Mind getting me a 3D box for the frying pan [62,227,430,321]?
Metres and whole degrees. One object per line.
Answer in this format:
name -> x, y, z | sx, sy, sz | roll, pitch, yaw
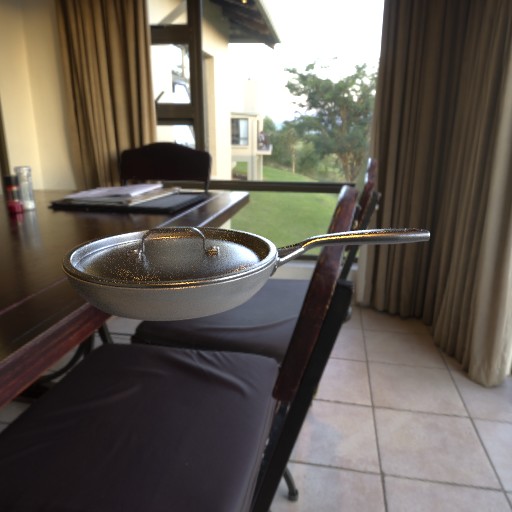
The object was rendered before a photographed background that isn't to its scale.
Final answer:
frying pan -> 0.000, 0.000, 0.600 | 0.490, 0.086, 0.272 | -2, 17, -8
